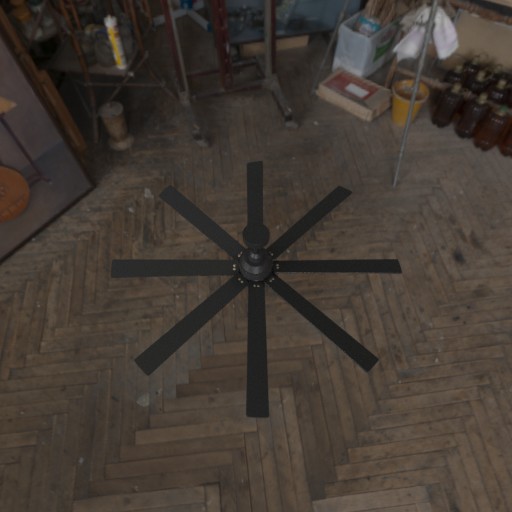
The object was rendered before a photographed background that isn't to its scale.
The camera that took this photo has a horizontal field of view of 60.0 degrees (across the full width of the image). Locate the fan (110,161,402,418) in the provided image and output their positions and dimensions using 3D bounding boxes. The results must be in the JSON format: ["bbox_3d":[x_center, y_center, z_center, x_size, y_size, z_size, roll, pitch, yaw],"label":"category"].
[{"bbox_3d":[0.000,0.000,2.694,1.830,0.472,1.830,0,58,0],"label":"fan"}]
